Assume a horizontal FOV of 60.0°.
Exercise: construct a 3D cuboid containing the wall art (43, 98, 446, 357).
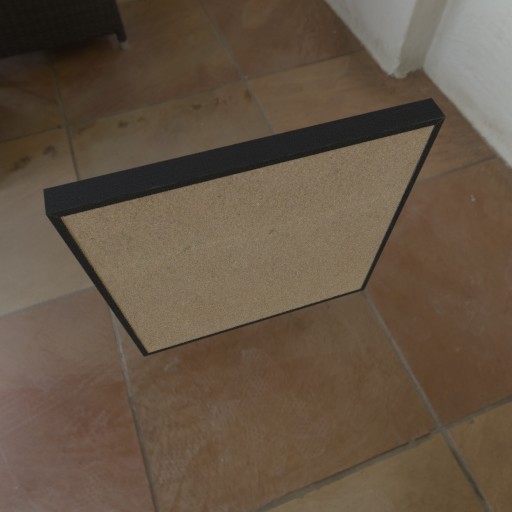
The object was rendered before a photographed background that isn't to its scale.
[{"bbox_3d":[0.000,0.000,0.764,0.508,0.508,0.038,-16,61,-9],"label":"wall art"}]
